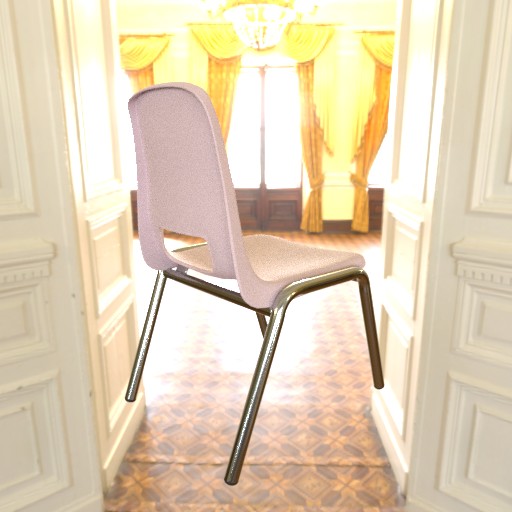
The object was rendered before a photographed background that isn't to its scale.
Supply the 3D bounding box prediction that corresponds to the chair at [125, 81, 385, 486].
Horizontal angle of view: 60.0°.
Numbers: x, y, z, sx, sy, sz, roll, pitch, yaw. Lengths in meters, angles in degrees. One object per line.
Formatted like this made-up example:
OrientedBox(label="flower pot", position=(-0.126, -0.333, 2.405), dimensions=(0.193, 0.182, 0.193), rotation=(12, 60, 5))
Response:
OrientedBox(label="chair", position=(0.000, 0.000, 0.843), dimensions=(0.423, 0.586, 0.354), rotation=(-14, 20, -42))
